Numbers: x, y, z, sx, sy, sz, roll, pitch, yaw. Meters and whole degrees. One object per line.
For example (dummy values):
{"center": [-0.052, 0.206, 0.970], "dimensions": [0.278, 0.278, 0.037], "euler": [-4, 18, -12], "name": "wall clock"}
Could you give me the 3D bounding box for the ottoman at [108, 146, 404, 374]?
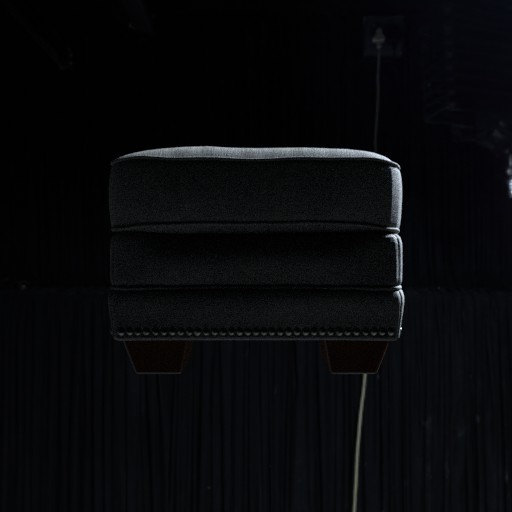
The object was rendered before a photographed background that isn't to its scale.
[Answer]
{"center": [0.000, 0.000, 1.183], "dimensions": [0.561, 0.457, 0.813], "euler": [0, -1, 0], "name": "ottoman"}
